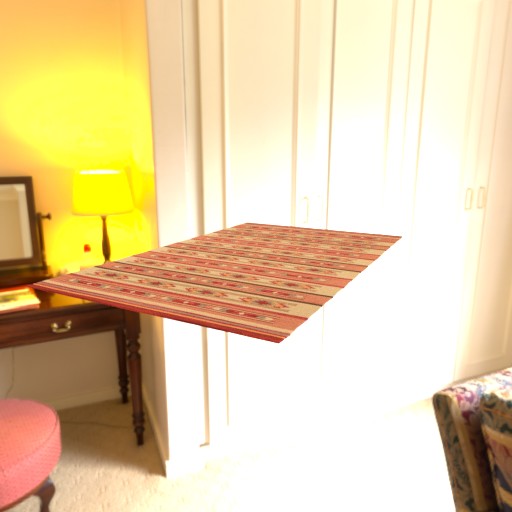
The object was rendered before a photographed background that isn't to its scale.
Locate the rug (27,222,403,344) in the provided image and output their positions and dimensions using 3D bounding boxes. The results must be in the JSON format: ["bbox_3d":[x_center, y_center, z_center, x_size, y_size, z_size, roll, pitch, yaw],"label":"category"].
[{"bbox_3d":[0.000,0.000,3.099,1.535,0.010,2.431,7,15,28],"label":"rug"}]
